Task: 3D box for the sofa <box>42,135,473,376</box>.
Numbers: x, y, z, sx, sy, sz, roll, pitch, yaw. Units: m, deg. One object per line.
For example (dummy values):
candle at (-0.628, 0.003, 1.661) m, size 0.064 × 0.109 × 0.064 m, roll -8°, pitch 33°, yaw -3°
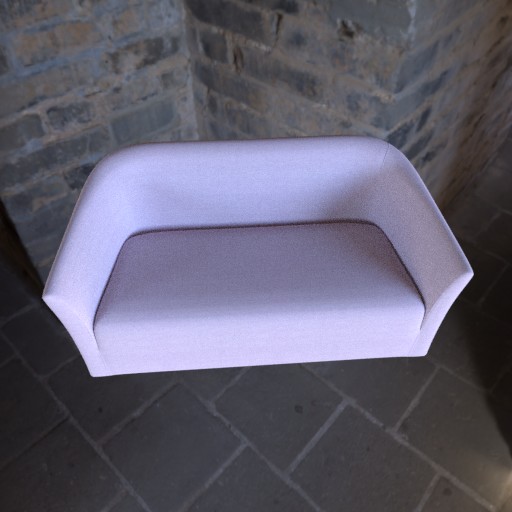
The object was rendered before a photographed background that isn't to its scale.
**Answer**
sofa at (0.000, 0.000, 1.867) m, size 1.452 × 0.721 × 0.705 m, roll -3°, pitch 46°, yaw -3°
